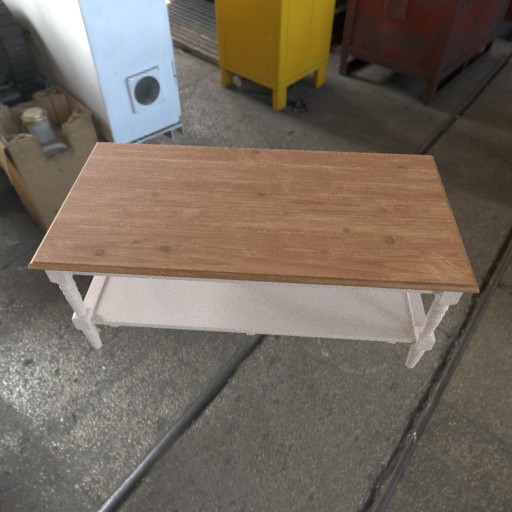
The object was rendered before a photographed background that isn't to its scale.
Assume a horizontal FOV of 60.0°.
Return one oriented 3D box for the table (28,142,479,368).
[{"bbox_3d":[0.000,0.000,1.440,1.118,0.458,0.559,3,47,3],"label":"table"}]
